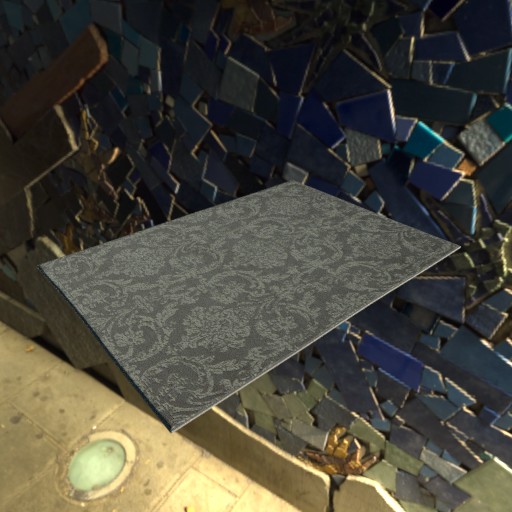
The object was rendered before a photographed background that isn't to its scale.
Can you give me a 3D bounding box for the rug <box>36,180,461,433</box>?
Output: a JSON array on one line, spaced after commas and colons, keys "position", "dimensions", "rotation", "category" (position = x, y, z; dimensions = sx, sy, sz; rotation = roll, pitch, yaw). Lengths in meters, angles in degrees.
[{"position": [0.000, 0.000, 2.819], "dimensions": [2.206, 0.014, 1.578], "rotation": [-24, 38, -34], "category": "rug"}]
